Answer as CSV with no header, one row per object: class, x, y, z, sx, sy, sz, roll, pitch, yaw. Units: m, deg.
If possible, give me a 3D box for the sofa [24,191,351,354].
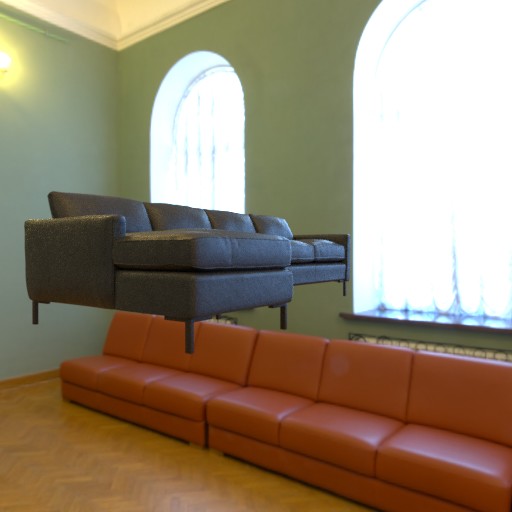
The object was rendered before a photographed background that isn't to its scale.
sofa,0.000,0.000,3.565,1.471,0.859,2.993,0,0,36
